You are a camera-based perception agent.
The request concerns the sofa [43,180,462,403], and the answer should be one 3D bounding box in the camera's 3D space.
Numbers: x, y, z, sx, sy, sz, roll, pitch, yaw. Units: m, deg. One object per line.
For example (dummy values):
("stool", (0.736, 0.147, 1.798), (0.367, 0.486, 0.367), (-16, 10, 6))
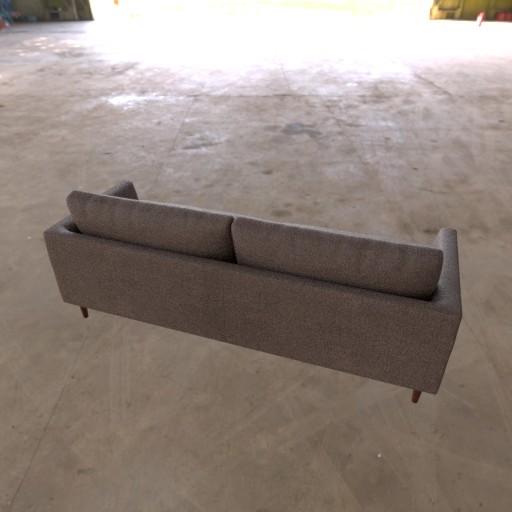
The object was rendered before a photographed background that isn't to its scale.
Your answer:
("sofa", (0.000, 0.000, 2.726), (2.250, 0.868, 1.020), (11, 34, 16))
